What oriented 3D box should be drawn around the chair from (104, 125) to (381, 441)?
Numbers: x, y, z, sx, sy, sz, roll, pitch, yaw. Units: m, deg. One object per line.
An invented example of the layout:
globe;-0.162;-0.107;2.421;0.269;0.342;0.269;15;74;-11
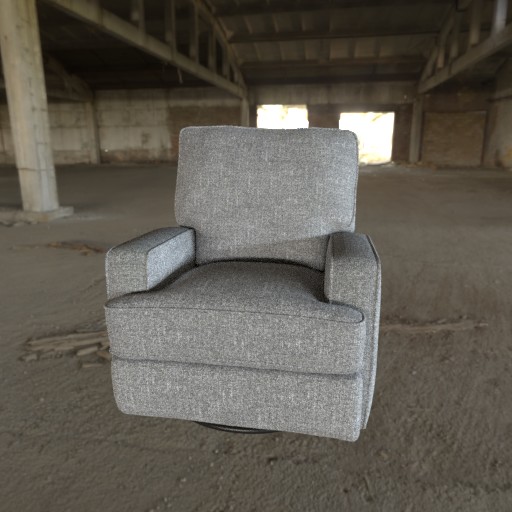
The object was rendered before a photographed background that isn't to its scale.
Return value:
chair;0.000;0.000;1.664;0.861;0.962;0.964;2;15;9
